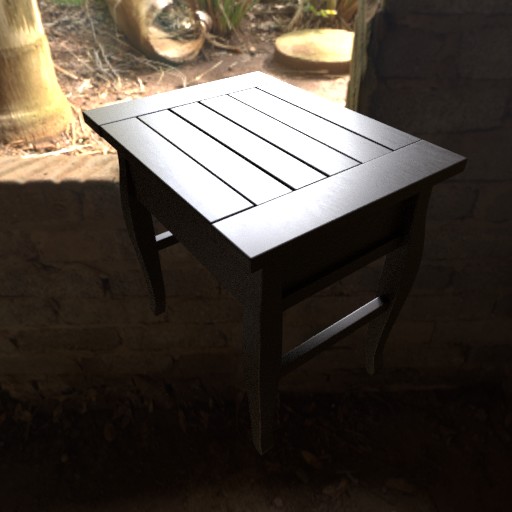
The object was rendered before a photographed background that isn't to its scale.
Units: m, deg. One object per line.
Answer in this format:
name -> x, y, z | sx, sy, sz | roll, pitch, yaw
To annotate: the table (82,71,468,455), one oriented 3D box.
table -> 0.000, 0.000, 1.031 | 0.460, 0.605, 0.602 | -25, 45, -27
